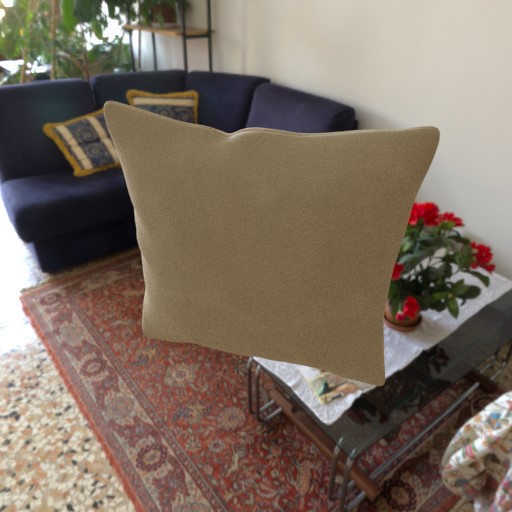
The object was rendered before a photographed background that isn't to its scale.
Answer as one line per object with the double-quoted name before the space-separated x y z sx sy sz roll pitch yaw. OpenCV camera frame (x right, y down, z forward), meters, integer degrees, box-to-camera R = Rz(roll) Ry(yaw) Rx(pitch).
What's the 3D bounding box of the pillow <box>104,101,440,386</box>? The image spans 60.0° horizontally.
"pillow" 0.000 0.000 0.661 0.437 0.420 0.162 9 33 14
